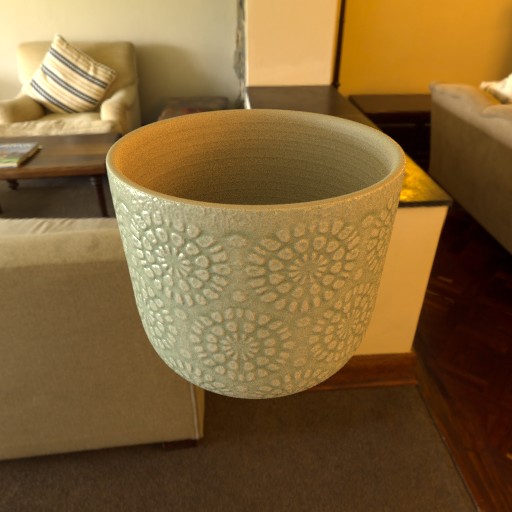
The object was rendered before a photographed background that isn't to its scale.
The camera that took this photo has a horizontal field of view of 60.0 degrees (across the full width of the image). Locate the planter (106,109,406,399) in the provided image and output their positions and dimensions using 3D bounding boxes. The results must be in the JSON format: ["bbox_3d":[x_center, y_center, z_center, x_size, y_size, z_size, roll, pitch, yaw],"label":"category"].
[{"bbox_3d":[0.000,0.000,0.299,0.169,0.153,0.169,0,32,0],"label":"planter"}]
